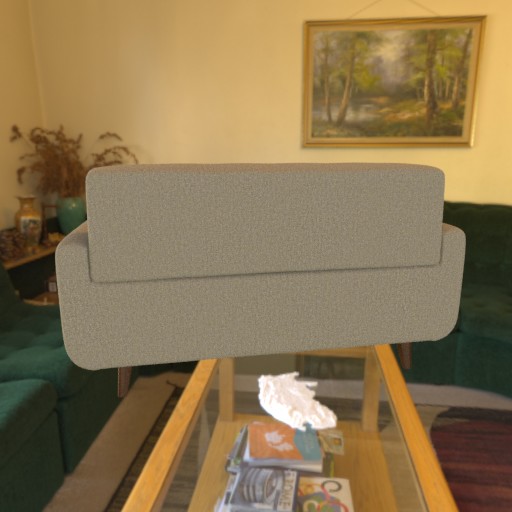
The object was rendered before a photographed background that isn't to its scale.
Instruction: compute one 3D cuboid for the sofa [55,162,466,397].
[{"bbox_3d":[0.000,0.000,2.210,1.651,0.925,0.952,-3,14,-11],"label":"sofa"}]
